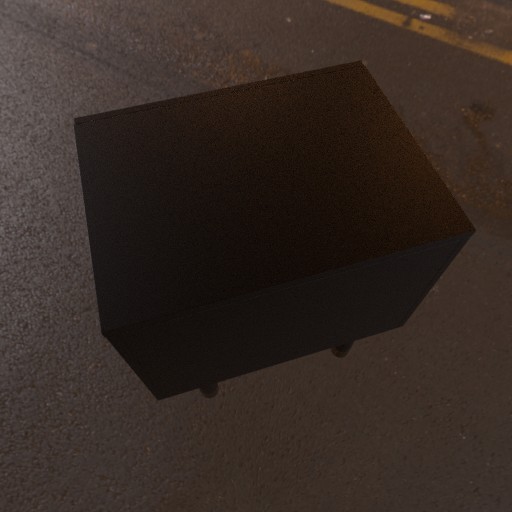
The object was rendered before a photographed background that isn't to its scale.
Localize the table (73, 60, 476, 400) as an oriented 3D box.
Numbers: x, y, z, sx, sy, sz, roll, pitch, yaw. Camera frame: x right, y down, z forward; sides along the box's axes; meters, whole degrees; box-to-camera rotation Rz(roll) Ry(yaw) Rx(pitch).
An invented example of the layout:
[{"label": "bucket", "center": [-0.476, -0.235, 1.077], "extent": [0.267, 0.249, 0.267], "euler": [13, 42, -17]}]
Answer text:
[{"label": "table", "center": [0.000, 0.000, 0.987], "extent": [0.564, 0.584, 0.441], "euler": [-15, 60, -9]}]
